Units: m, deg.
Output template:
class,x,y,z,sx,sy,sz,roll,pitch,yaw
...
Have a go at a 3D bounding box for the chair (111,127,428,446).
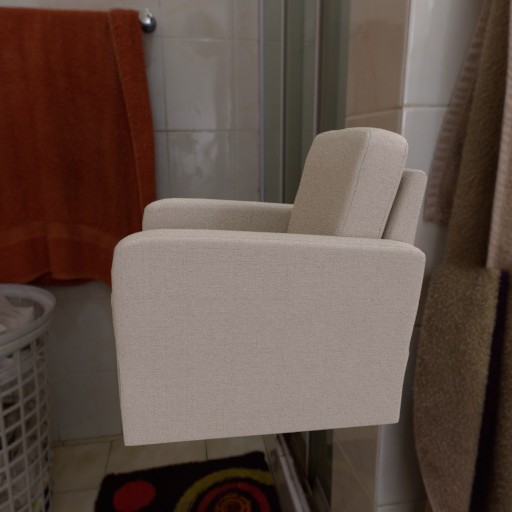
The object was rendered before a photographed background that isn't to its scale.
class,x,y,z,sx,sy,sz,roll,pitch,yaw
chair,0.000,0.000,1.487,0.888,0.827,0.755,-2,15,-7
